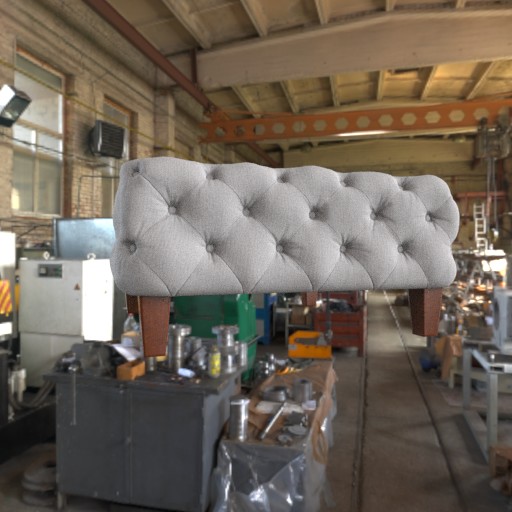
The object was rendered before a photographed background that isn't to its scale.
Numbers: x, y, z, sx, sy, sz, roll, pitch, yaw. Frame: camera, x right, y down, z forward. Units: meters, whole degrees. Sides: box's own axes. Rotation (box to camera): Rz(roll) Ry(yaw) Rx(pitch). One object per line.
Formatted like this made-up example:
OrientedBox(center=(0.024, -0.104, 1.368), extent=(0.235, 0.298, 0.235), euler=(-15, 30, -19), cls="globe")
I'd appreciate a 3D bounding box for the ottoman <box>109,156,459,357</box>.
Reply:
OrientedBox(center=(0.000, 0.000, 1.216), extent=(0.758, 0.365, 0.764), euler=(0, 0, -19), cls="ottoman")
